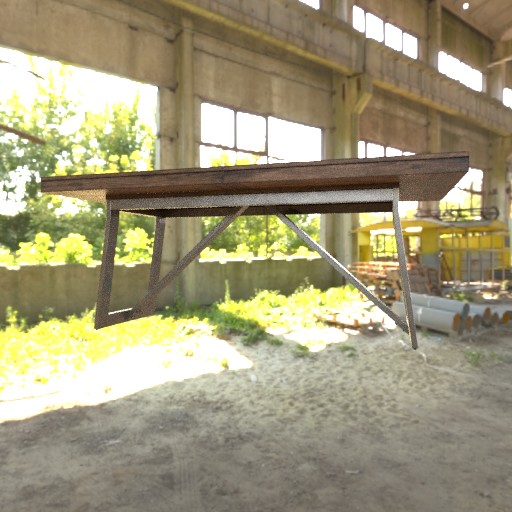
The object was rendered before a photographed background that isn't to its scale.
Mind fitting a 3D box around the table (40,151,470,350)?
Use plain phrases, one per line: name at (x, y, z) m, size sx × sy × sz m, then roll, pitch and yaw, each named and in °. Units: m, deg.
table at (0.000, 0.000, 2.292) m, size 1.867 × 0.757 × 0.931 m, roll 0°, pitch 1°, yaw 17°
